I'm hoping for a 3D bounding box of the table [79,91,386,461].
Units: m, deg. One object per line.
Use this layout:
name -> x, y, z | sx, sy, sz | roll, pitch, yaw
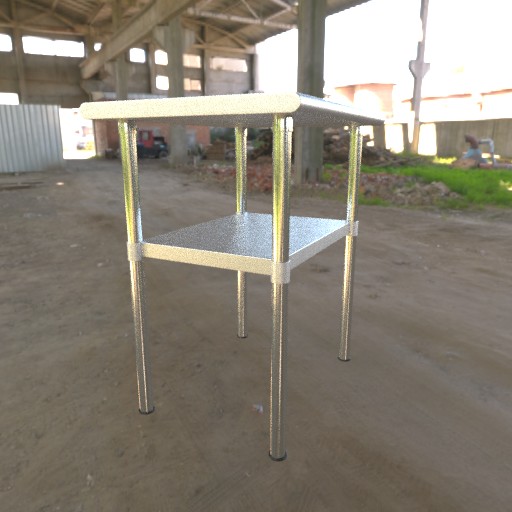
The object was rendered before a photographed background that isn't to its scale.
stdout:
table -> 0.000, 0.000, 1.390 | 0.584, 0.876, 0.762 | 7, 16, 26
